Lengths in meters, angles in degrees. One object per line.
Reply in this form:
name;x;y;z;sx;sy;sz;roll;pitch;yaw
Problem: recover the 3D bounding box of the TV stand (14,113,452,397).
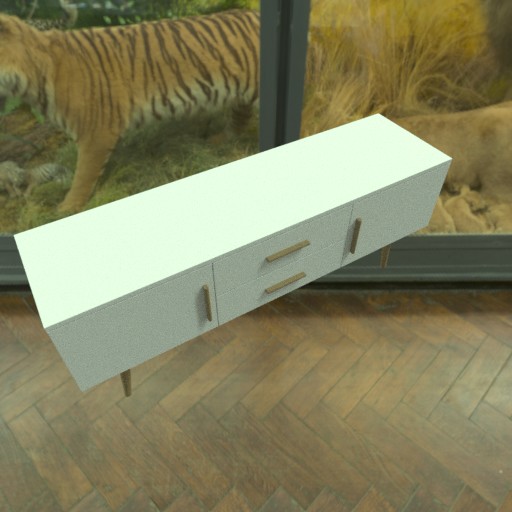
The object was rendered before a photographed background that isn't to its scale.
TV stand;0.000;0.000;1.616;1.398;0.560;0.401;-23;50;-21
